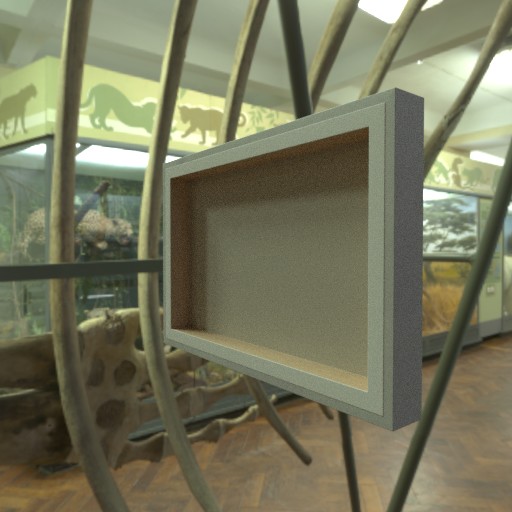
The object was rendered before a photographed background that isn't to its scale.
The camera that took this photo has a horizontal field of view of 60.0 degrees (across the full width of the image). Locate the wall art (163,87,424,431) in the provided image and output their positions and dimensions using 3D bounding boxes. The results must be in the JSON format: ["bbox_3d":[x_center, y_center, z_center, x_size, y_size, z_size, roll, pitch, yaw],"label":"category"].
[{"bbox_3d":[0.000,0.000,0.489,0.038,0.254,0.381,-1,2,-38],"label":"wall art"}]
